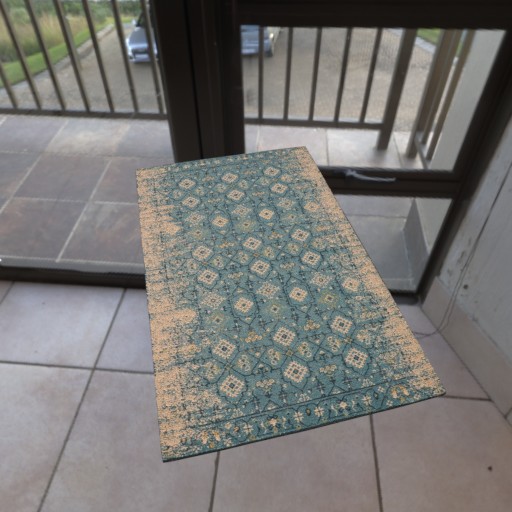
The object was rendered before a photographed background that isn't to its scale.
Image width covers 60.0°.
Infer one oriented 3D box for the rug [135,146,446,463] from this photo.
[{"bbox_3d":[0.000,0.000,2.224,1.102,0.008,1.795,-10,47,-9],"label":"rug"}]
